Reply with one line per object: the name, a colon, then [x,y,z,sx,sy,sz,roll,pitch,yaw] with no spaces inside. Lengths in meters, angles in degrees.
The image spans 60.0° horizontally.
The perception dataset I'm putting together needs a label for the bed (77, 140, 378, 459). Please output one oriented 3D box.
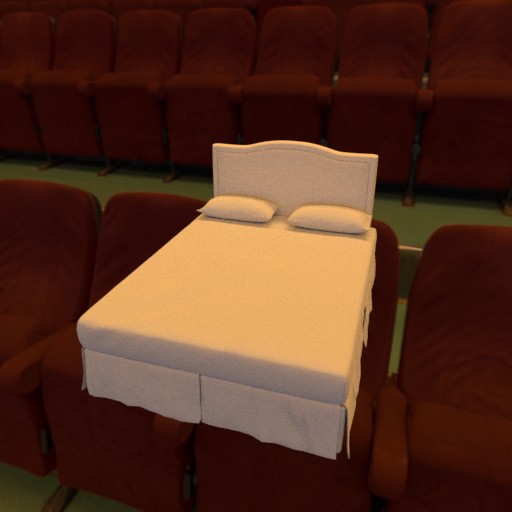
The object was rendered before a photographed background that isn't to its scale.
bed: [0.000,0.000,3.732,1.977,1.437,2.477,8,27,16]
